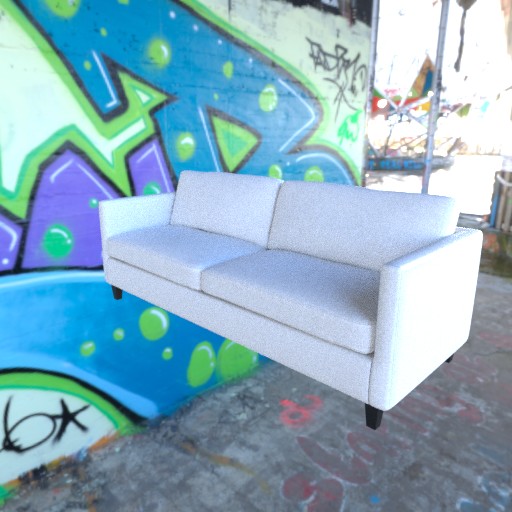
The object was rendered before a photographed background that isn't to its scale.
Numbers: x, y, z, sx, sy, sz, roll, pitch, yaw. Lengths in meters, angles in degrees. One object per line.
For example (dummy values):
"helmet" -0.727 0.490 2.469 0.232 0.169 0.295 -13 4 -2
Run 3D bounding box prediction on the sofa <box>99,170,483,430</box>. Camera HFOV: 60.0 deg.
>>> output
"sofa" 0.000 0.000 2.866 2.434 0.965 0.948 15 22 42
